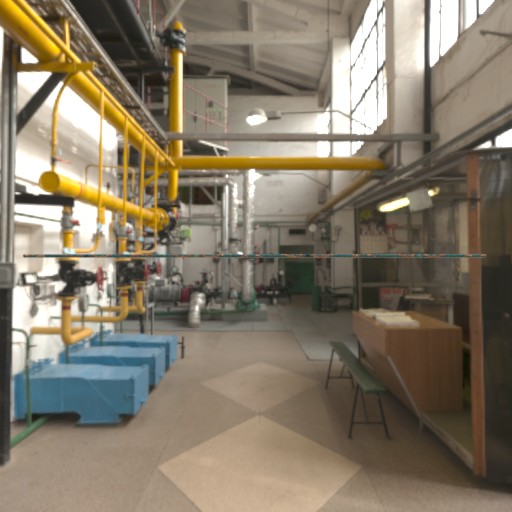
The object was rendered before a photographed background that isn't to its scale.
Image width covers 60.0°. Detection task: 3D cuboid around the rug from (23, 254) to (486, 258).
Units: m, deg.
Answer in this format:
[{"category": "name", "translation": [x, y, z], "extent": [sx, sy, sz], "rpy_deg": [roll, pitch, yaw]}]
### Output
[{"category": "rug", "translation": [0.000, 0.000, 4.267], "extent": [3.204, 0.025, 2.434], "rpy_deg": [0, 0, 1]}]
